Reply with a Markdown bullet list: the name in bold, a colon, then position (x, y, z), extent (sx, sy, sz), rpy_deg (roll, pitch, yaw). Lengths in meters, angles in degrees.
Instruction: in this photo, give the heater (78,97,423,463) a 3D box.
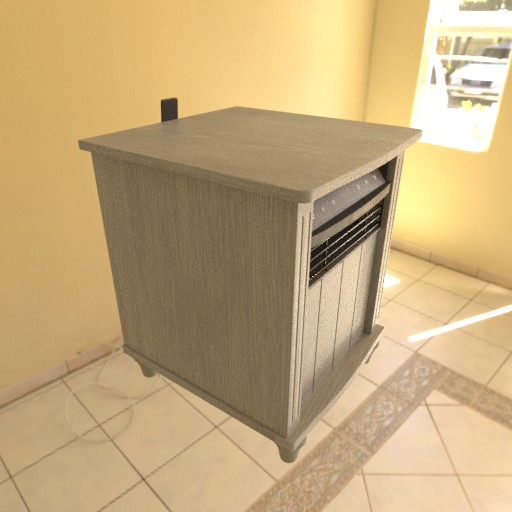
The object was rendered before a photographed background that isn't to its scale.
- **heater**: position (0.000, 0.000, 0.755), extent (0.400, 0.481, 0.362), rpy_deg (19, 33, 31)
